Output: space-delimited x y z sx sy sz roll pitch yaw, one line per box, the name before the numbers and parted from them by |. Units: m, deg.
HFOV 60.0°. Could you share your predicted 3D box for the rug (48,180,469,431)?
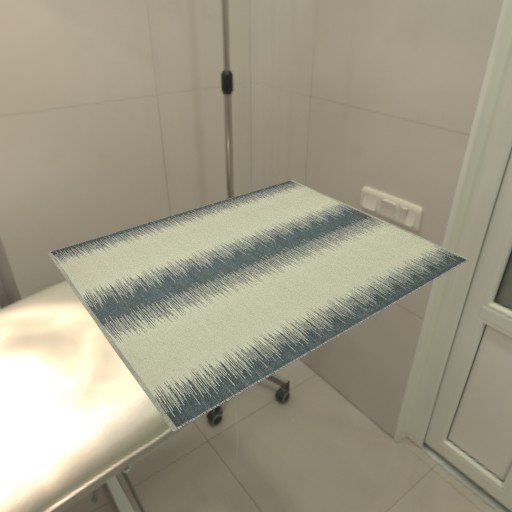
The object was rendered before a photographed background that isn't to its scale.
rug | 0.000 0.000 4.078 3.037 0.004 2.453 -22 37 -31
